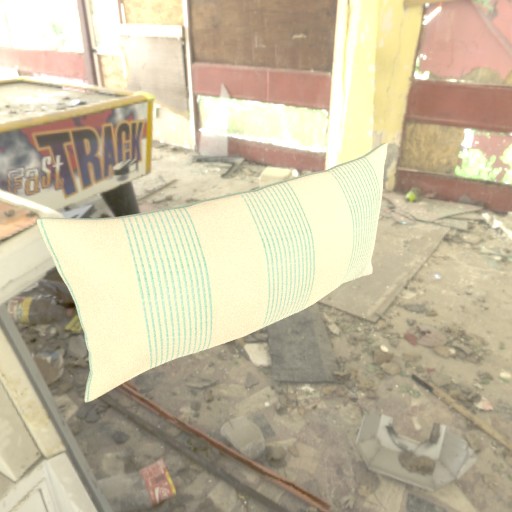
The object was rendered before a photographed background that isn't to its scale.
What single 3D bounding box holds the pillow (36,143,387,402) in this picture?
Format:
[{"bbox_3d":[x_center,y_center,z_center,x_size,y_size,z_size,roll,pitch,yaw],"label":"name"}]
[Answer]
[{"bbox_3d":[0.000,0.000,0.726,0.610,0.287,0.151,-19,34,-31],"label":"pillow"}]
